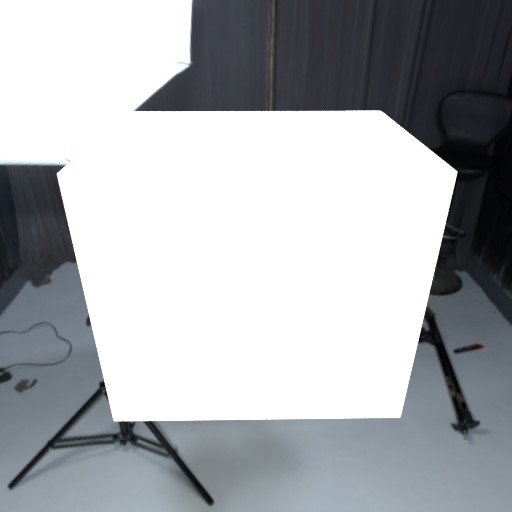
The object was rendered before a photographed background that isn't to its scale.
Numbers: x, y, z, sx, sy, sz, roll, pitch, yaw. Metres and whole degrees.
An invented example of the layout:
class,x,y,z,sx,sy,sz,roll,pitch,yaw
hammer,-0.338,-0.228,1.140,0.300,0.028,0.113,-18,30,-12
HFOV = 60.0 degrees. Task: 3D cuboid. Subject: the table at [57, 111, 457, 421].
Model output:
class,x,y,z,sx,sy,sz,roll,pitch,yaw
table,0.000,0.000,0.937,0.570,0.510,0.420,0,30,-1
